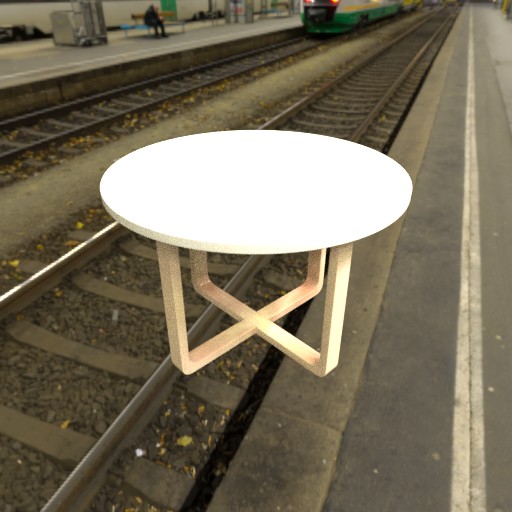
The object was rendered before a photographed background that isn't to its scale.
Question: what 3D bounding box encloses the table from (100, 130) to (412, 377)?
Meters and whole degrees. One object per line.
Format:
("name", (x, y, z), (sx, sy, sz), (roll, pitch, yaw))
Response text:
("table", (0.000, 0.000, 0.991), (0.600, 0.400, 0.600), (0, 31, 0))
